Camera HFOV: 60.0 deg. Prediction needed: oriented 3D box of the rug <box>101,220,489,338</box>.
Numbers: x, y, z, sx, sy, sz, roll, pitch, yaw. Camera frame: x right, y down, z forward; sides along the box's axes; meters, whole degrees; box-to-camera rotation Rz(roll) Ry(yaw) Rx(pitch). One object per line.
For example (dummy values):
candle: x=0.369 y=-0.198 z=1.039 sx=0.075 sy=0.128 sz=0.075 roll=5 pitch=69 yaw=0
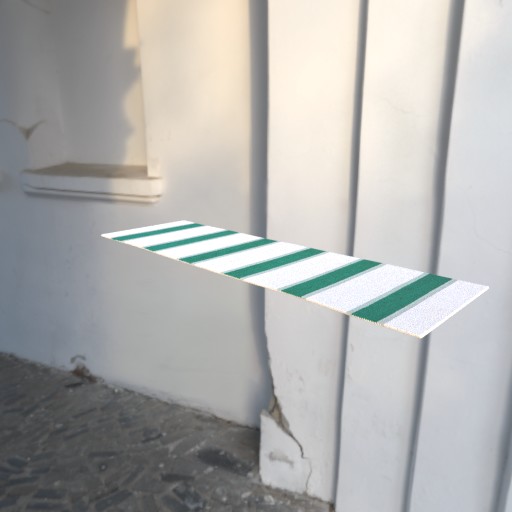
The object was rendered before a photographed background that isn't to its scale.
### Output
rug: x=0.000 y=0.000 z=2.721 sx=2.438 sy=0.012 sz=0.768 roll=15 pitch=21 yaw=42
